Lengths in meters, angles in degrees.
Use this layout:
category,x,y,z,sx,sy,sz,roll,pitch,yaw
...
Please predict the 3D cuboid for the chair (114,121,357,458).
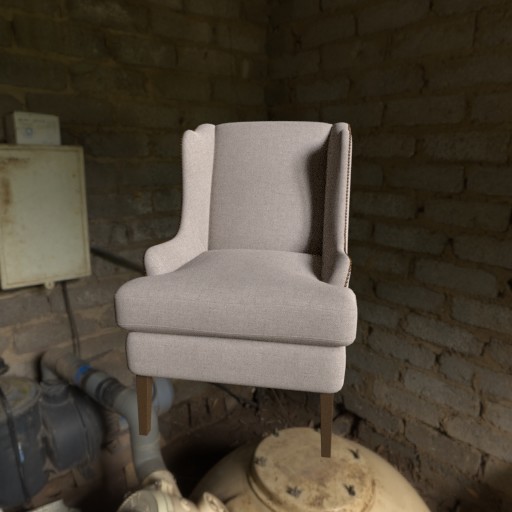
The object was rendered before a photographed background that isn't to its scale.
category,x,y,z,sx,sy,sz,roll,pitch,yaw
chair,0.000,0.000,1.703,0.737,1.029,0.940,3,14,10
